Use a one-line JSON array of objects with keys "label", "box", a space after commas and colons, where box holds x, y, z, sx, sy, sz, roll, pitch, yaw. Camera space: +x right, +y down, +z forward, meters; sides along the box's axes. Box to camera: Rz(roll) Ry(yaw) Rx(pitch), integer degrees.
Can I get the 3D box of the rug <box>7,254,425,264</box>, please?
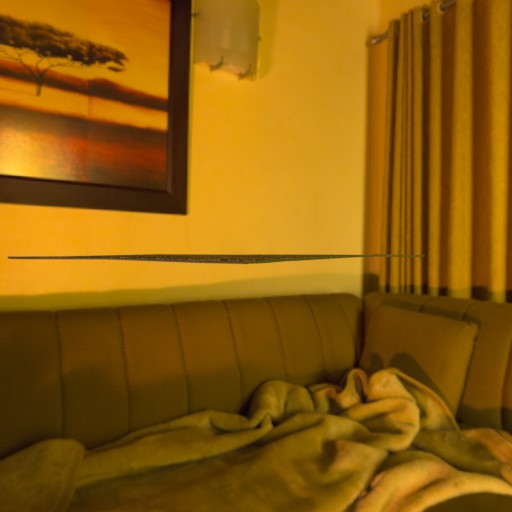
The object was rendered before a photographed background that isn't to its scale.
[{"label": "rug", "box": [0.000, 0.000, 2.141, 1.145, 0.021, 1.777, 0, 1, 35]}]
